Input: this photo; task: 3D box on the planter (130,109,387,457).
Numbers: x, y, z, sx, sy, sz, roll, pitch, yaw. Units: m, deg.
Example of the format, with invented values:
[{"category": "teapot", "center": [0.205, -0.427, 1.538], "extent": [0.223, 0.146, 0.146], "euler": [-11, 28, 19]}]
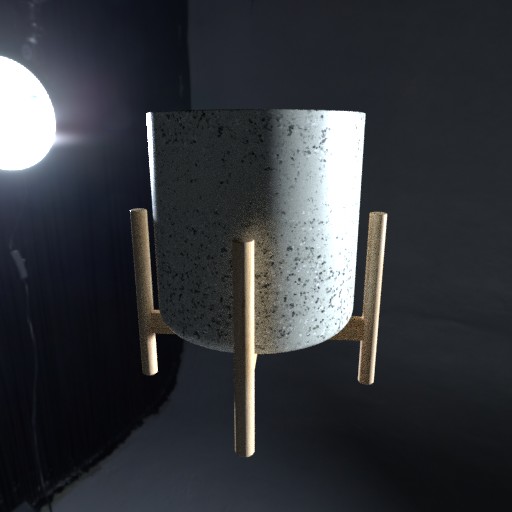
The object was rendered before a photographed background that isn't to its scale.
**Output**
[{"category": "planter", "center": [0.000, 0.000, 0.688], "extent": [0.360, 0.419, 0.360], "euler": [8, 18, 26]}]
